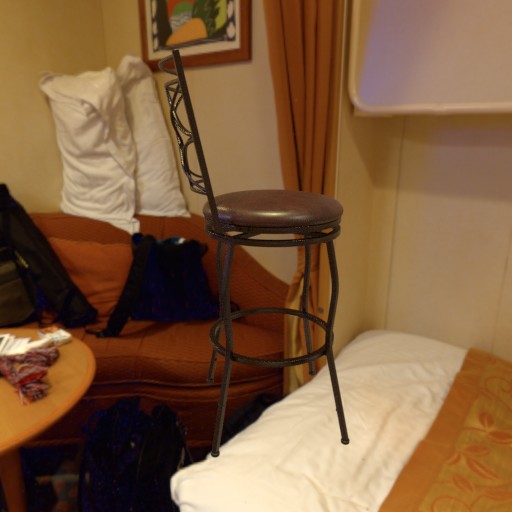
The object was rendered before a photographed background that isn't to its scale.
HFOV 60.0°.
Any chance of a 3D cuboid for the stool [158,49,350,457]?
[{"bbox_3d":[0.000,0.000,1.392,0.534,1.117,0.434,-2,16,-7],"label":"stool"}]
